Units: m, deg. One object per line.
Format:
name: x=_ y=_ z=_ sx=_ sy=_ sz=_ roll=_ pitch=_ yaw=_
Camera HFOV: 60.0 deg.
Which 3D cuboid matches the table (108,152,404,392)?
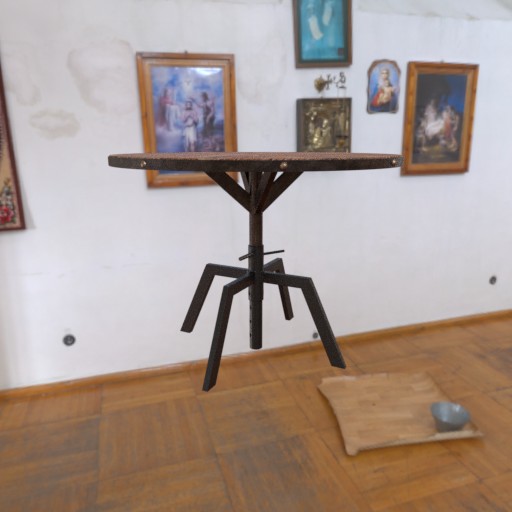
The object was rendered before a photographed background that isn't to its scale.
table: x=0.000 y=0.000 z=1.470 sx=0.885 sy=0.658 sz=0.885 roll=0 pitch=14 yaw=0
